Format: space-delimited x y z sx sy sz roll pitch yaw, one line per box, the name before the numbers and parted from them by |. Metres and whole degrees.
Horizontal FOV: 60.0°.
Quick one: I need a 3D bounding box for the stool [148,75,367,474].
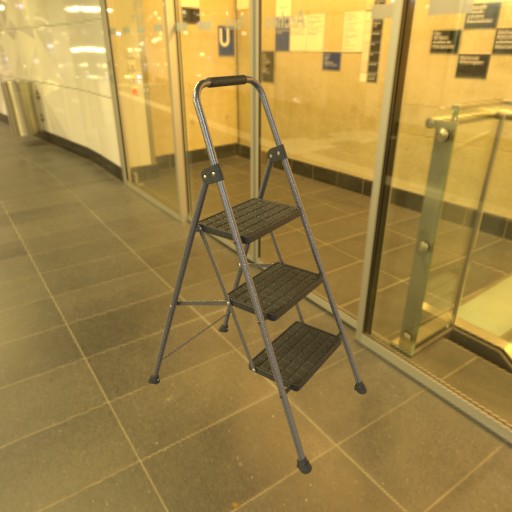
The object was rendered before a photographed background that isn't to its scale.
stool | 0.000 0.000 1.496 0.733 1.121 0.473 17 30 32
